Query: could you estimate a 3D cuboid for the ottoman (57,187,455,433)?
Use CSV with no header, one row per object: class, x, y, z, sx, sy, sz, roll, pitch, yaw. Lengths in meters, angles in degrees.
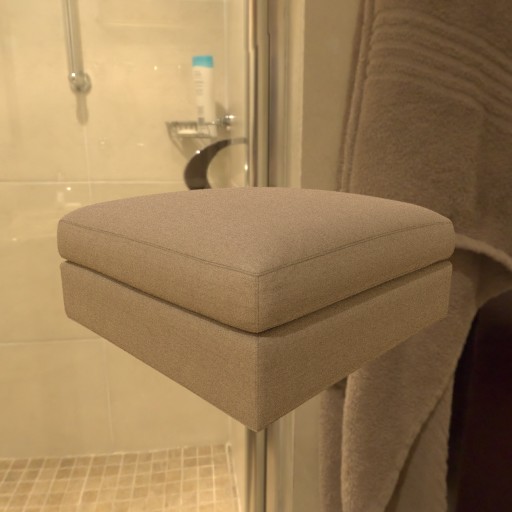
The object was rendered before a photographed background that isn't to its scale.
ottoman,0.000,0.000,1.609,1.041,0.470,1.041,13,18,43
